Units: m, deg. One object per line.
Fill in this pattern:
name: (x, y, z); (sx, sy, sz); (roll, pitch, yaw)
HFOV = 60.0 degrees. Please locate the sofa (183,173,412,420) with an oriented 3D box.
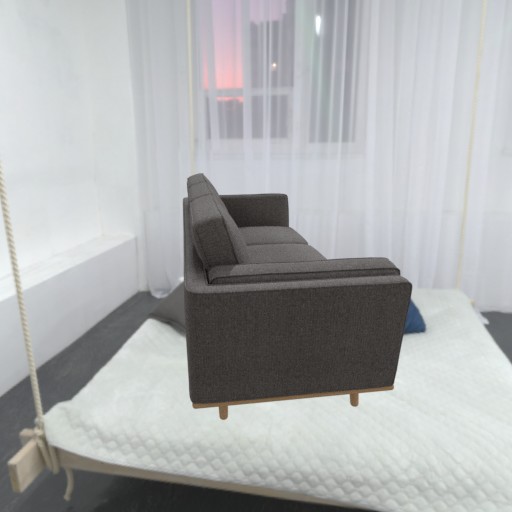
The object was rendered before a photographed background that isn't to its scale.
sofa: (0.000, 0.000, 2.816); (0.903, 0.899, 2.362); (-3, 16, -9)
